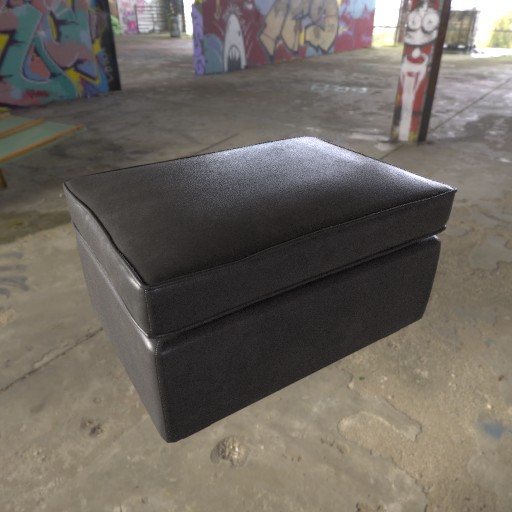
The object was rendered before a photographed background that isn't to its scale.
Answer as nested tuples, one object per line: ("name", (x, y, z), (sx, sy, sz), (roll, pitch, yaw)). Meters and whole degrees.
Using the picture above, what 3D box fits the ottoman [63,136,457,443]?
("ottoman", (0.000, 0.000, 1.109), (0.756, 0.445, 0.554), (-18, 35, -28))
